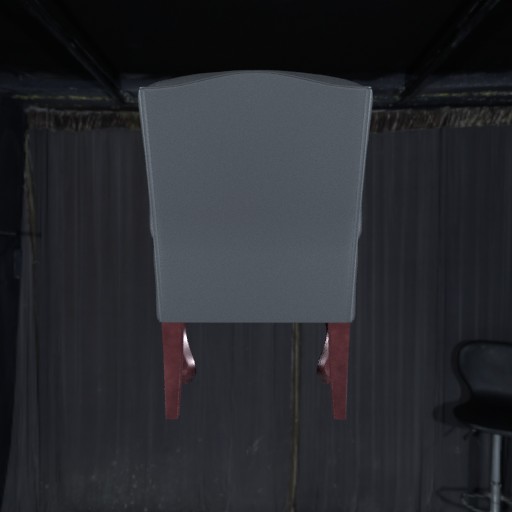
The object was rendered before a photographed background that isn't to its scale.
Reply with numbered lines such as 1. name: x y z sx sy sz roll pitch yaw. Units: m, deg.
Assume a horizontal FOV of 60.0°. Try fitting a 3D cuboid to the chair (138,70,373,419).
1. chair: 0.000 0.000 1.631 0.838 1.111 0.762 0 0 0
